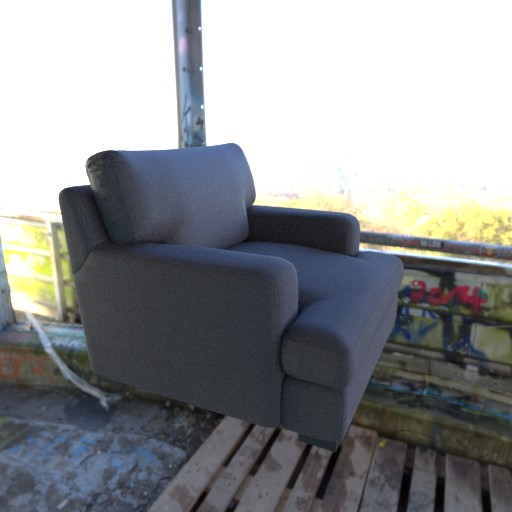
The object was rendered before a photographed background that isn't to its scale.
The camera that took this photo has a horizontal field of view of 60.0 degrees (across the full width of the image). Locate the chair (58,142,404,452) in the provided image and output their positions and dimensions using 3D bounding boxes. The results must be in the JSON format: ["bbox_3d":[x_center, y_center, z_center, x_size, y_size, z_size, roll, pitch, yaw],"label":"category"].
[{"bbox_3d":[0.000,0.000,1.966,1.143,0.940,1.168,8,18,25],"label":"chair"}]
